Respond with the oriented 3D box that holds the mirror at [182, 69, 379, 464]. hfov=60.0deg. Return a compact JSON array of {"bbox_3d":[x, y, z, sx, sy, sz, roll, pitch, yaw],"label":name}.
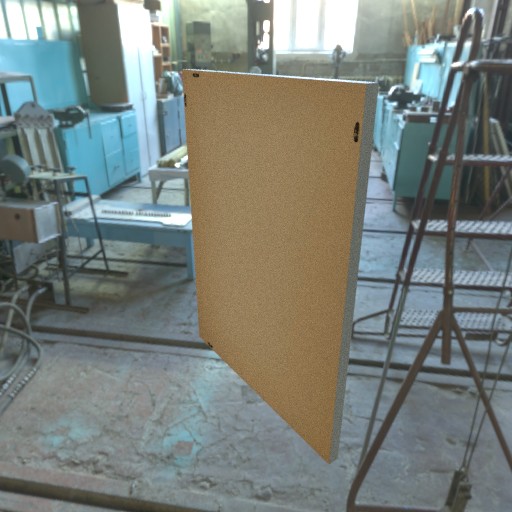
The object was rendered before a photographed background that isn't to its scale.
[{"bbox_3d":[0.000,0.000,1.338,0.040,1.016,0.762,-17,30,-32],"label":"mirror"}]
